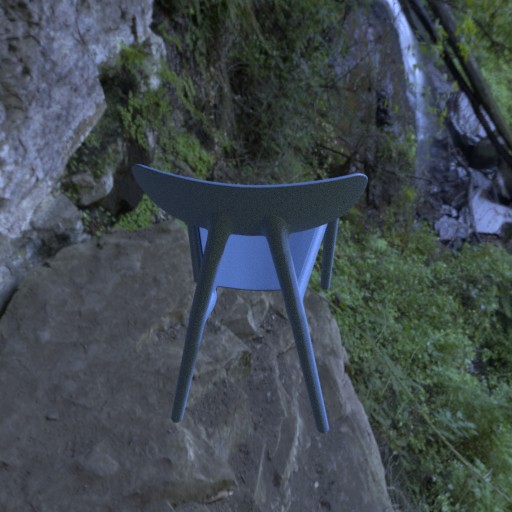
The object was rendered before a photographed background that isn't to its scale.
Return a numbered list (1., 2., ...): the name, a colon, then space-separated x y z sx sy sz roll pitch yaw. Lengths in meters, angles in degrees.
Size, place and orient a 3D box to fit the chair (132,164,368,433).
1. chair: 0.000 0.000 0.826 0.356 0.580 0.401 3 45 3
